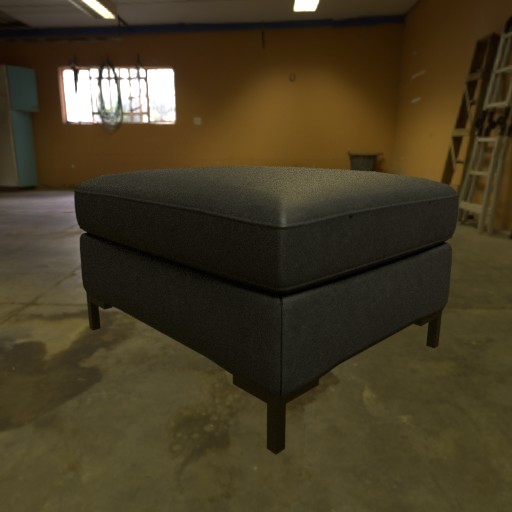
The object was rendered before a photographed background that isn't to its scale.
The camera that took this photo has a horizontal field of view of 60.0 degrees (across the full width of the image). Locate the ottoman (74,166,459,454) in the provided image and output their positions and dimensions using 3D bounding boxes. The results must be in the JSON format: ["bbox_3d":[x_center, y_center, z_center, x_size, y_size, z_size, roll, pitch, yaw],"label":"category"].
[{"bbox_3d":[0.000,0.000,1.773,0.967,0.696,1.187,-13,19,-42],"label":"ottoman"}]
